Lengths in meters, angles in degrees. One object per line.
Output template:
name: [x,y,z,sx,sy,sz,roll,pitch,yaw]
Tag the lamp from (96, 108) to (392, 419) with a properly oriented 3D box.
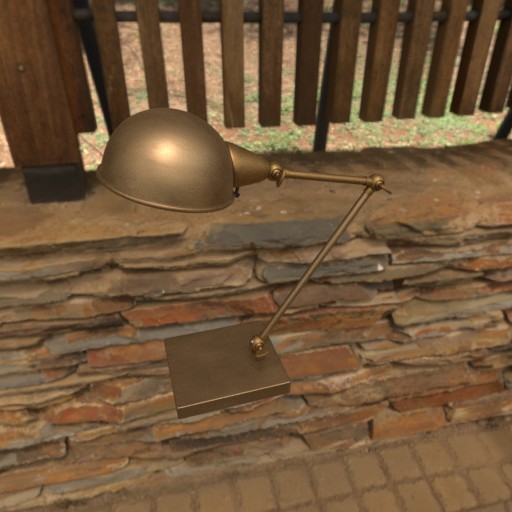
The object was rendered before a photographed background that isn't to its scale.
lamp: [0.000,0.000,0.557,0.339,0.371,0.149,-9,32,-14]
